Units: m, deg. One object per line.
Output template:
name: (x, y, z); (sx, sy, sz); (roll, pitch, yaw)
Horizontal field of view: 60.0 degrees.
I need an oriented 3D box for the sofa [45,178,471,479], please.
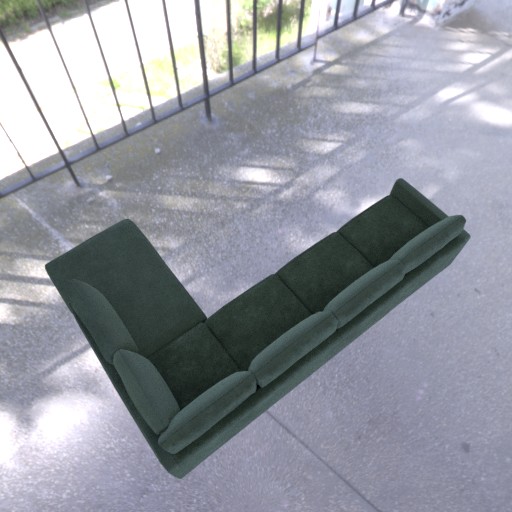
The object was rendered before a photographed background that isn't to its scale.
sofa: (0.000, 0.000, 3.151); (2.486, 0.687, 1.707); (-33, 65, -18)
